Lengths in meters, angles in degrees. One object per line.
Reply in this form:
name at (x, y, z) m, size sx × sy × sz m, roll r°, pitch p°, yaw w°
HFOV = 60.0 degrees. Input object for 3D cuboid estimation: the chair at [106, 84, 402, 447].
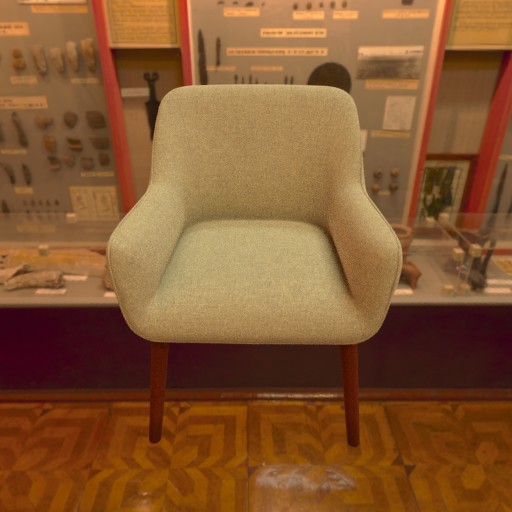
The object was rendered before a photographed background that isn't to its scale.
chair at (0.000, 0.000, 1.217) m, size 0.610 × 0.813 × 0.610 m, roll 1°, pitch 29°, yaw 1°
